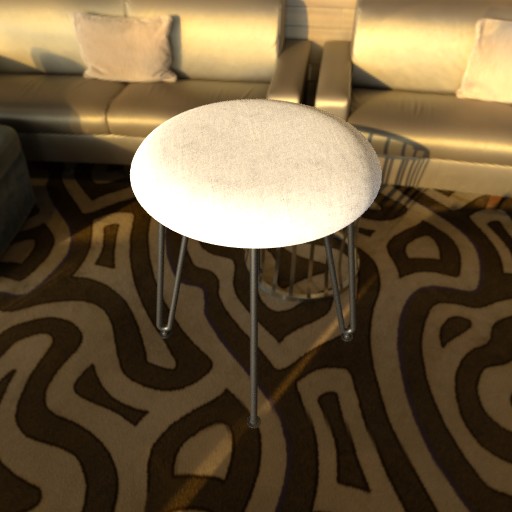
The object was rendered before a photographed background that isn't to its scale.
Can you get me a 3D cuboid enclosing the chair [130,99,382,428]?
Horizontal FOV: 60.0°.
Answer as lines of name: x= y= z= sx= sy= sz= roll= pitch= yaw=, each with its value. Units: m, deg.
chair: x=0.000 y=0.000 z=0.664 sx=0.350 sy=0.386 sz=0.350 roll=1 pitch=43 yaw=1
